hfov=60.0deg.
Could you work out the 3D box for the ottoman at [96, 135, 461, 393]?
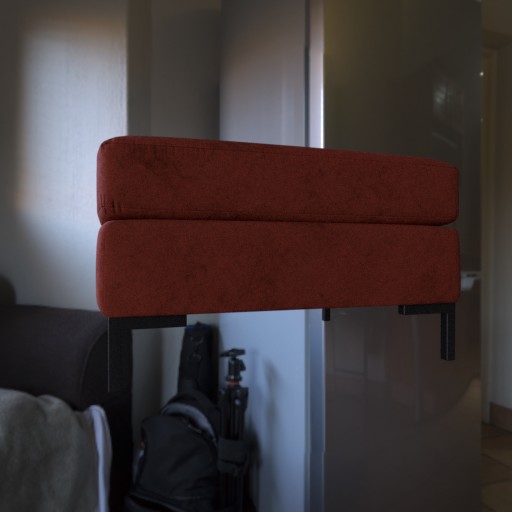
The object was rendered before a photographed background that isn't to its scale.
[{"bbox_3d":[0.000,0.000,1.161,0.782,0.462,0.650,0,1,-18],"label":"ottoman"}]
